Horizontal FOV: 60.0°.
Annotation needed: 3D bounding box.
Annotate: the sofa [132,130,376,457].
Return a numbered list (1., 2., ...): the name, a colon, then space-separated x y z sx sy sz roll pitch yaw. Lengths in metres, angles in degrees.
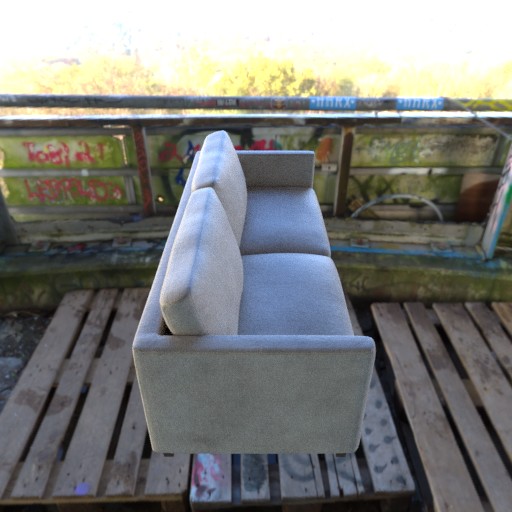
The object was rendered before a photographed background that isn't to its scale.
1. sofa: 0.000 0.000 2.699 0.951 0.965 2.208 0 33 0
